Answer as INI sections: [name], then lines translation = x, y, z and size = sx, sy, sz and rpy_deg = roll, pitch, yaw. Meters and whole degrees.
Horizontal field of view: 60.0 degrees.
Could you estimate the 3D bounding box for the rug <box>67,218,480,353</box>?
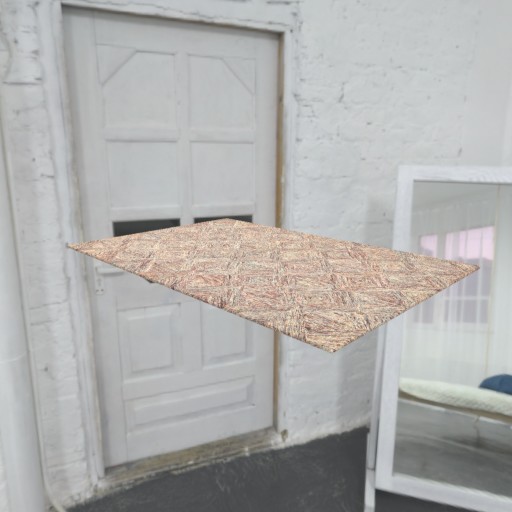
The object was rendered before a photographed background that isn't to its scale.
[rug]
translation = 0.000, 0.000, 2.910
size = 2.285, 0.019, 1.523
rpy_deg = 14, 21, 43
